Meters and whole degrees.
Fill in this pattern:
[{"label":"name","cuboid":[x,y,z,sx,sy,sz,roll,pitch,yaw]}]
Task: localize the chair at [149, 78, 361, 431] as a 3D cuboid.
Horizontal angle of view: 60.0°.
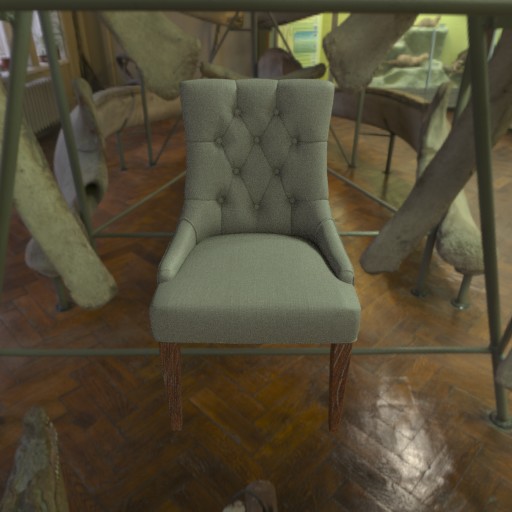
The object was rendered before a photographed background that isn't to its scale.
[{"label":"chair","cuboid":[0.000,0.000,1.255,0.509,0.874,0.565,0,30,0]}]
